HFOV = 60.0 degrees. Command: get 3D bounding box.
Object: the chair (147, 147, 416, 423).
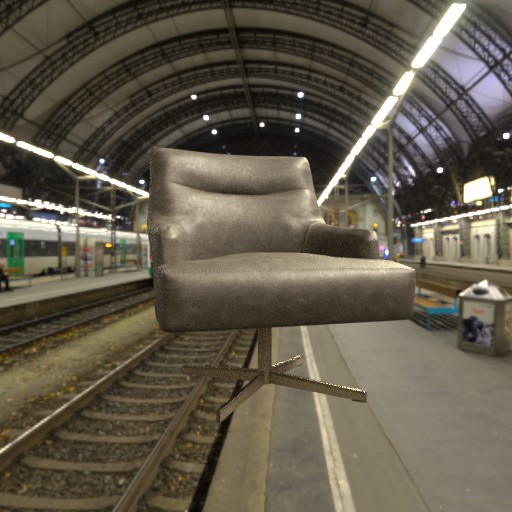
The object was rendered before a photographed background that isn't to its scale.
[{"bbox_3d":[0.000,0.000,1.565,0.738,0.870,0.874,0,1,-17],"label":"chair"}]
